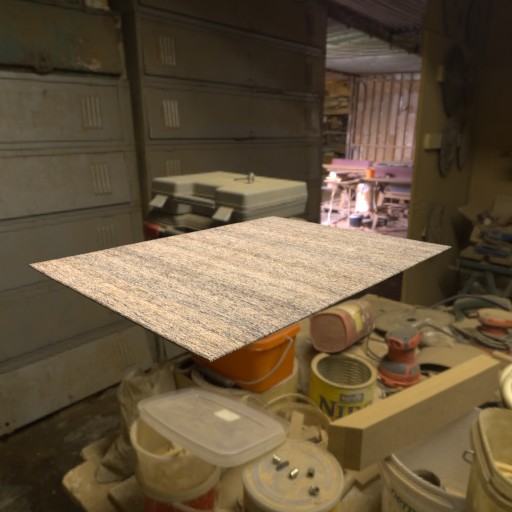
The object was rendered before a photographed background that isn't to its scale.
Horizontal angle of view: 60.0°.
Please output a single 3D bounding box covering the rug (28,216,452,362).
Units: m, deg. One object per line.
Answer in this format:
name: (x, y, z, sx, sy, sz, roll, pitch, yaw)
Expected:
rug: (0.000, 0.000, 4.159, 2.414, 0.036, 3.199, 15, 21, 42)
